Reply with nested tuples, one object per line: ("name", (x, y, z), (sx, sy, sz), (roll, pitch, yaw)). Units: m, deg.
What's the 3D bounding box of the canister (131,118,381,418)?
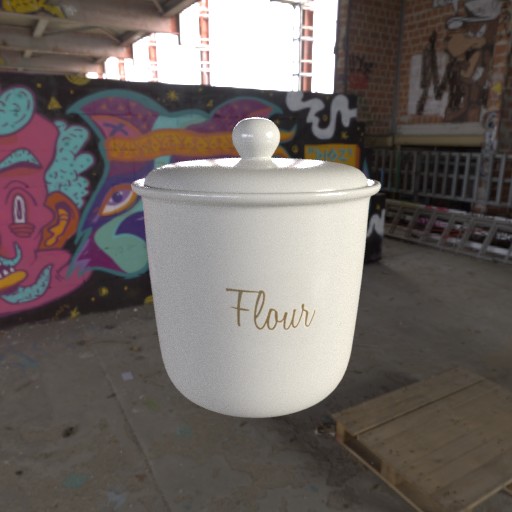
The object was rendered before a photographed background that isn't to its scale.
("canister", (0.000, 0.000, 0.349), (0.182, 0.208, 0.182), (0, 14, 0))
